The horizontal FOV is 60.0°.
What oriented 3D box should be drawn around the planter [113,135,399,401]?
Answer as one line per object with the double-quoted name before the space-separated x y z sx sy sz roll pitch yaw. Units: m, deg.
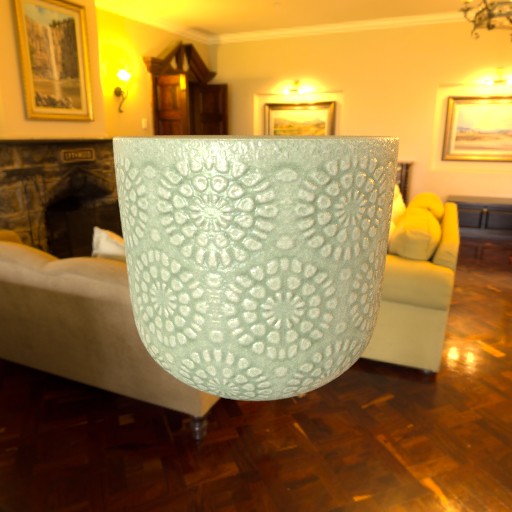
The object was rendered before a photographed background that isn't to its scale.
"planter" 0.000 0.000 0.294 0.169 0.153 0.169 0 16 0
